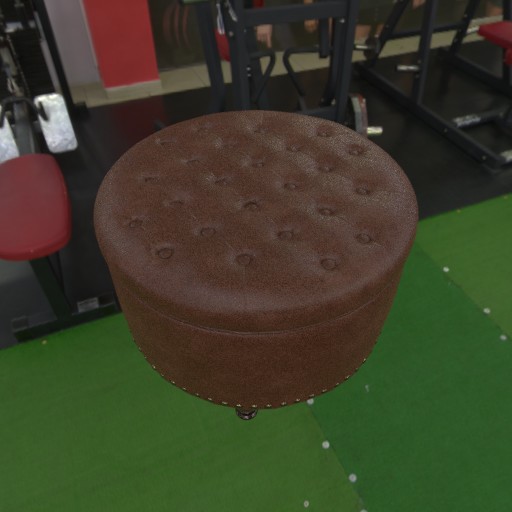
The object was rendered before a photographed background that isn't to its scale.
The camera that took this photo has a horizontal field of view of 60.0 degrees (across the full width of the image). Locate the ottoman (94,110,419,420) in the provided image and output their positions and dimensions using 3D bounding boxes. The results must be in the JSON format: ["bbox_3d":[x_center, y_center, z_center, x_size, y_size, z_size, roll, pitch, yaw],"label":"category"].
[{"bbox_3d":[0.000,0.000,1.025,0.637,0.442,0.637,0,45,0],"label":"ottoman"}]
